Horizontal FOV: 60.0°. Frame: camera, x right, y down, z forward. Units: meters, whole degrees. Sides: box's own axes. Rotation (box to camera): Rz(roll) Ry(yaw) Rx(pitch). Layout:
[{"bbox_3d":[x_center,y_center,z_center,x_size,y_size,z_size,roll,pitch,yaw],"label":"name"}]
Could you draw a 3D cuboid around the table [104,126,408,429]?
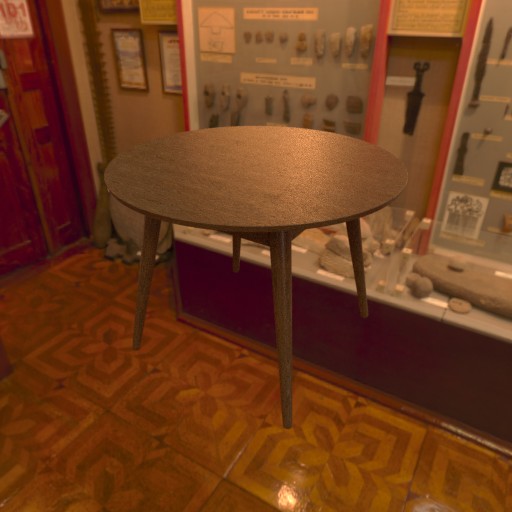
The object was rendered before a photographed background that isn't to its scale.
[{"bbox_3d":[0.000,0.000,1.799,1.053,0.786,1.053,0,30,0],"label":"table"}]
